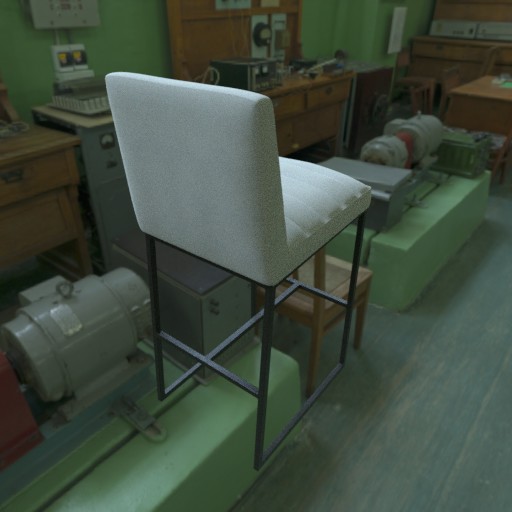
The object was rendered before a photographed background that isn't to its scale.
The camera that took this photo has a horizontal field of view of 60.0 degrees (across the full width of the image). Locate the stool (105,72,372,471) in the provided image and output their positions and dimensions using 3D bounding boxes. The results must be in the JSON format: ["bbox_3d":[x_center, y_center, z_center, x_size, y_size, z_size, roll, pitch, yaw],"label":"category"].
[{"bbox_3d":[0.000,0.000,1.330,0.464,1.061,0.573,22,37,32],"label":"stool"}]
